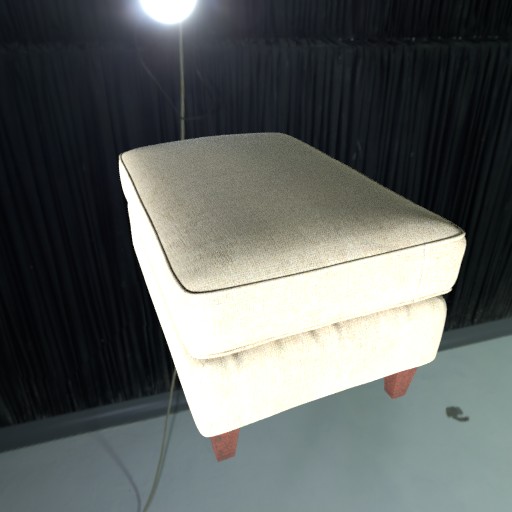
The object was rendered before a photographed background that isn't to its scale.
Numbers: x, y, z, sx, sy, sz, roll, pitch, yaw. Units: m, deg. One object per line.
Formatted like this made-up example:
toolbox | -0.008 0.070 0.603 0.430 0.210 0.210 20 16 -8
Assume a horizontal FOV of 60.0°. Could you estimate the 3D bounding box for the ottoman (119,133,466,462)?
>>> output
ottoman | 0.000 0.000 1.195 0.583 0.484 0.862 -11 32 -19
